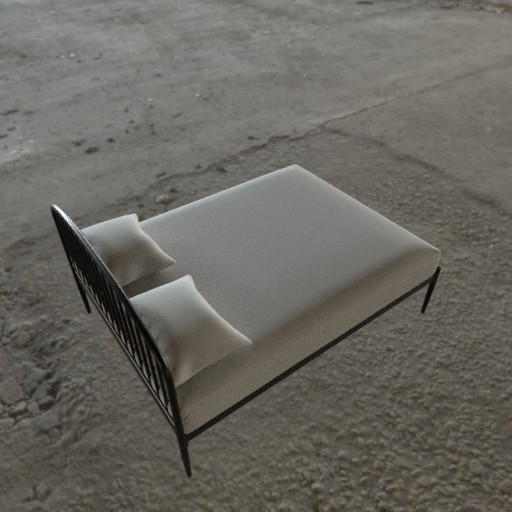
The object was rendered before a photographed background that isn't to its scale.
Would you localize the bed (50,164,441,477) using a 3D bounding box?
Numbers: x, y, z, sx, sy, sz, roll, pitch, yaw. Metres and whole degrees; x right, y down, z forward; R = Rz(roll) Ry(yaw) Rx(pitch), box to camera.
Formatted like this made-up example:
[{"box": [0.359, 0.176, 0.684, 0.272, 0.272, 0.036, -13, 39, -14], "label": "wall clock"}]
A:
[{"box": [0.000, 0.000, 3.135, 2.159, 1.166, 1.618, -26, 46, -27], "label": "bed"}]
